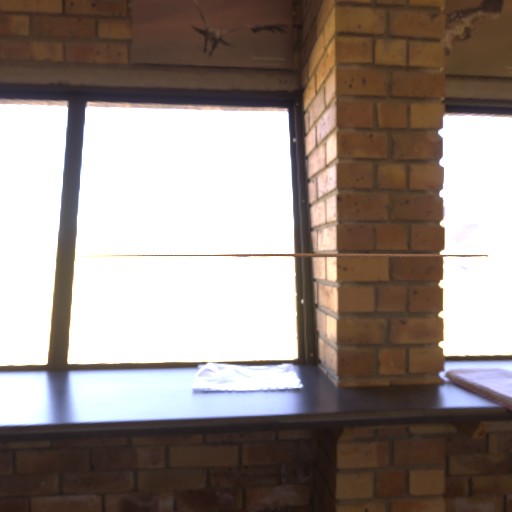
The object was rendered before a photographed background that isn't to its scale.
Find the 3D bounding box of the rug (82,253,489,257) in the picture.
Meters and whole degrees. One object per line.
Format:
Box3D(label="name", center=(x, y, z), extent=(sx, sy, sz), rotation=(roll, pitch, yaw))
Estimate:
Box3D(label="rug", center=(0.000, 0.000, 2.756), extent=(1.524, 0.013, 2.134), rotation=(0, 0, -37))
